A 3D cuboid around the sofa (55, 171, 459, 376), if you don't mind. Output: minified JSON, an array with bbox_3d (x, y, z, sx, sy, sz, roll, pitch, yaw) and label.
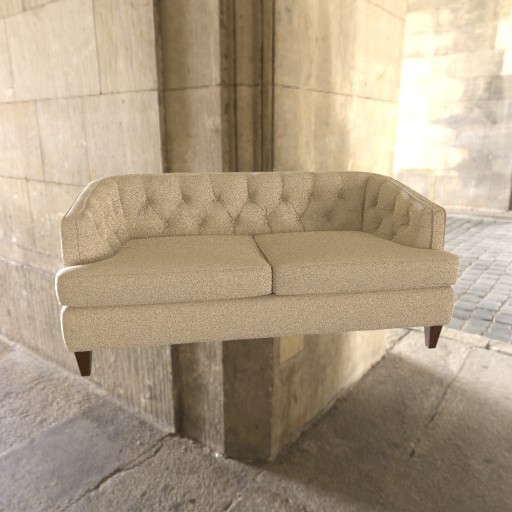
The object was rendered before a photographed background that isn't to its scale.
[{"bbox_3d":[0.000,0.000,2.281,1.733,0.855,0.941,-2,16,-9],"label":"sofa"}]
